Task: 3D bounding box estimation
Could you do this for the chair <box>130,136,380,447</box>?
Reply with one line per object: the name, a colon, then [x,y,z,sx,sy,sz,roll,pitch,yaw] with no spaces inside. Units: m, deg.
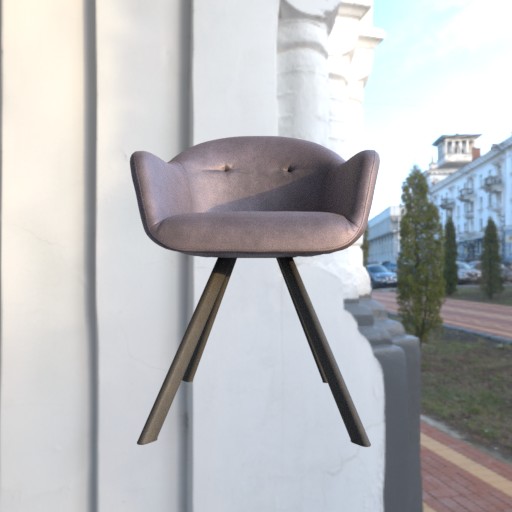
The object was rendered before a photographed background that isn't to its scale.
chair: [0.000,0.000,1.178,0.567,0.781,0.544,0,-1,1]
